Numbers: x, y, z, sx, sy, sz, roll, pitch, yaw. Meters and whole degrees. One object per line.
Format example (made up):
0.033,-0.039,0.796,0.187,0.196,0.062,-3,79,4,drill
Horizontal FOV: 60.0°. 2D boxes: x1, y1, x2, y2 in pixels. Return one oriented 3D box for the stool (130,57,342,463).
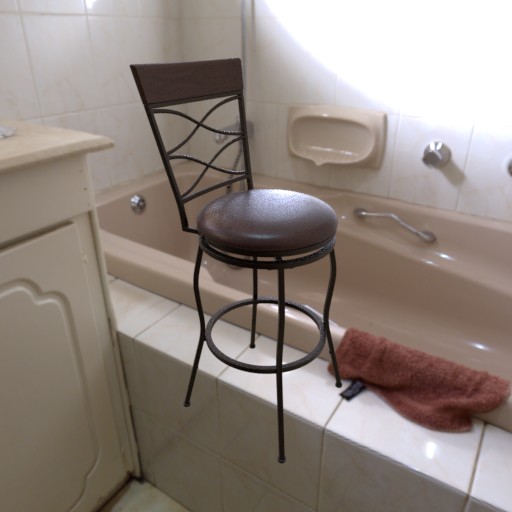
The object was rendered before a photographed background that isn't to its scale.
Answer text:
0.000,0.000,1.415,0.513,1.130,0.448,18,32,31,stool
